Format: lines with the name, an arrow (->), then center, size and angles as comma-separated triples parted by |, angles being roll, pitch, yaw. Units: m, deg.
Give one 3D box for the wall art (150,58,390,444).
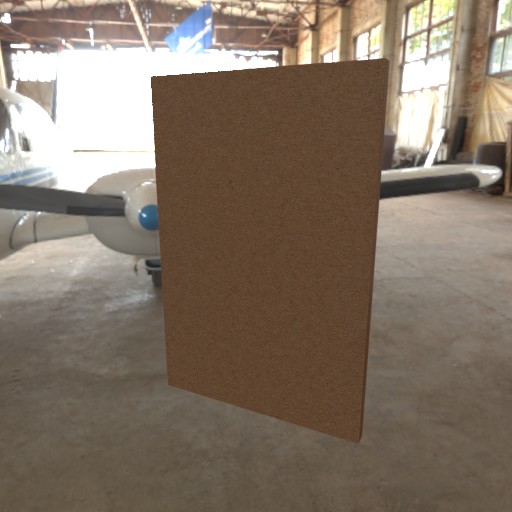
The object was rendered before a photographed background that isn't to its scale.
wall art -> 0.000, 0.000, 1.166 | 0.610, 0.914, 0.037 | 8, 17, 26
